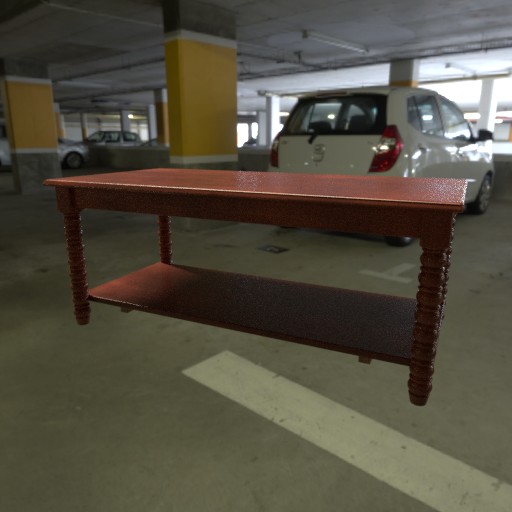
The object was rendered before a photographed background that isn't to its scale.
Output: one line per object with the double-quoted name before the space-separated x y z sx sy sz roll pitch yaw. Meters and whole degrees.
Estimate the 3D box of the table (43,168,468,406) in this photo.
"table" 0.000 0.000 1.417 1.171 0.485 0.580 7 17 25
